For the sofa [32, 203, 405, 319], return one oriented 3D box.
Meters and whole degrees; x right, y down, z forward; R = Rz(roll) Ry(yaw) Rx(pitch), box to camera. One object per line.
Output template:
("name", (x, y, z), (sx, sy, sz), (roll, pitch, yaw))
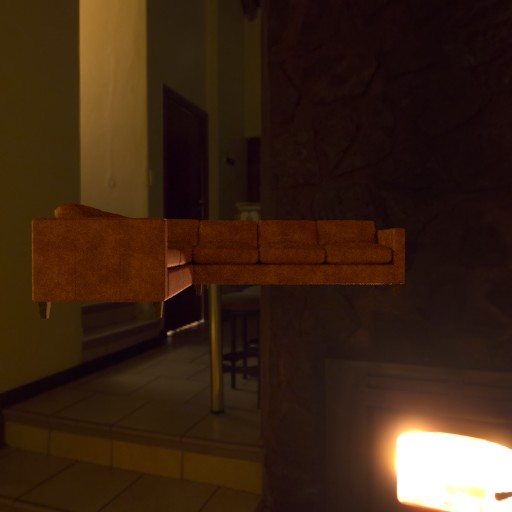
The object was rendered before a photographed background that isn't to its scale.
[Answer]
("sofa", (0.000, 0.000, 4.301), (3.150, 0.838, 2.438), (0, 1, -1))
